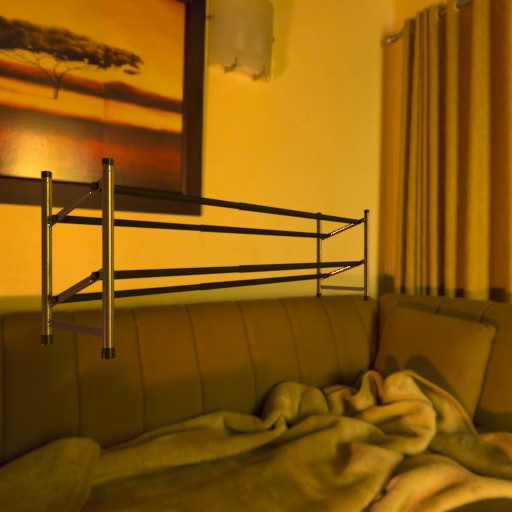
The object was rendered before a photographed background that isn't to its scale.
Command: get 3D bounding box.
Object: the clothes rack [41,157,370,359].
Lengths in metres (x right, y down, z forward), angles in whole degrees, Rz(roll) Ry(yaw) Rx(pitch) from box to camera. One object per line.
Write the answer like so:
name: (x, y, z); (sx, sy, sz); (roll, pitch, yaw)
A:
clothes rack: (0.000, 0.000, 1.295); (0.229, 0.349, 1.168); (0, 1, 36)
